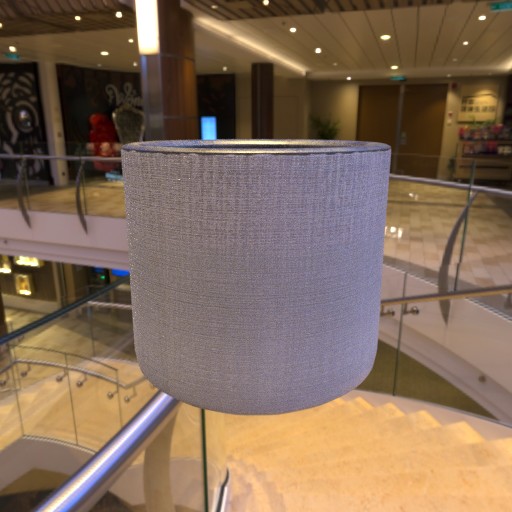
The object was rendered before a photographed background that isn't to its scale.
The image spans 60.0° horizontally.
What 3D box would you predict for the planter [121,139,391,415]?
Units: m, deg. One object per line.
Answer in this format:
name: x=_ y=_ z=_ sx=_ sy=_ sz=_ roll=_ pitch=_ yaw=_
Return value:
planter: x=0.000 y=0.000 z=0.225 sx=0.125 sy=0.112 sz=0.125 roll=0 pitch=16 yaw=0
